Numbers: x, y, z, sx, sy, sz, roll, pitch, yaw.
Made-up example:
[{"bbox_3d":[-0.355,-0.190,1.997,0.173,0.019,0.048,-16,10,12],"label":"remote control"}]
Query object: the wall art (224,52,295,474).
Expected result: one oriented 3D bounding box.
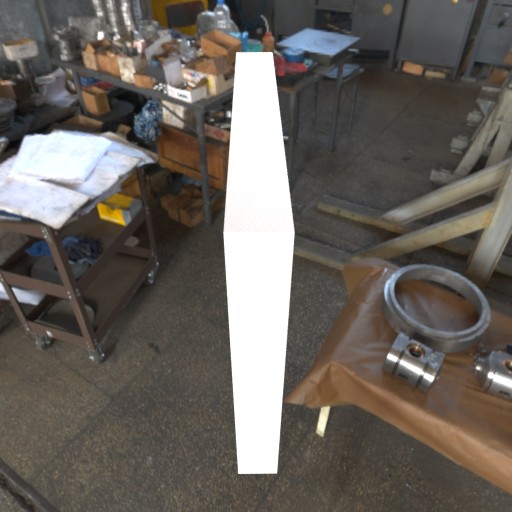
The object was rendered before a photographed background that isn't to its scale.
[{"bbox_3d":[0.000,0.000,0.451,0.038,0.302,0.305,0,41,0],"label":"wall art"}]
